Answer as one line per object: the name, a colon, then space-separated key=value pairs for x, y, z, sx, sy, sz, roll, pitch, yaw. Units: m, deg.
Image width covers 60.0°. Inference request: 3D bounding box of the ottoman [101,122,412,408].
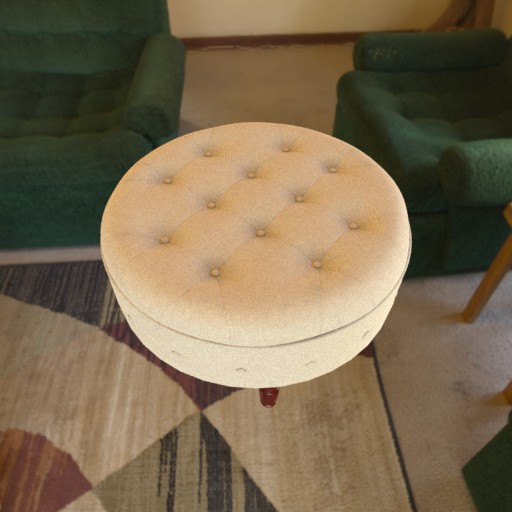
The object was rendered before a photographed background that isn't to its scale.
ottoman: x=0.000 y=0.000 z=1.363 sx=0.849 sy=0.478 sz=0.849 roll=0 pitch=47 yaw=0
